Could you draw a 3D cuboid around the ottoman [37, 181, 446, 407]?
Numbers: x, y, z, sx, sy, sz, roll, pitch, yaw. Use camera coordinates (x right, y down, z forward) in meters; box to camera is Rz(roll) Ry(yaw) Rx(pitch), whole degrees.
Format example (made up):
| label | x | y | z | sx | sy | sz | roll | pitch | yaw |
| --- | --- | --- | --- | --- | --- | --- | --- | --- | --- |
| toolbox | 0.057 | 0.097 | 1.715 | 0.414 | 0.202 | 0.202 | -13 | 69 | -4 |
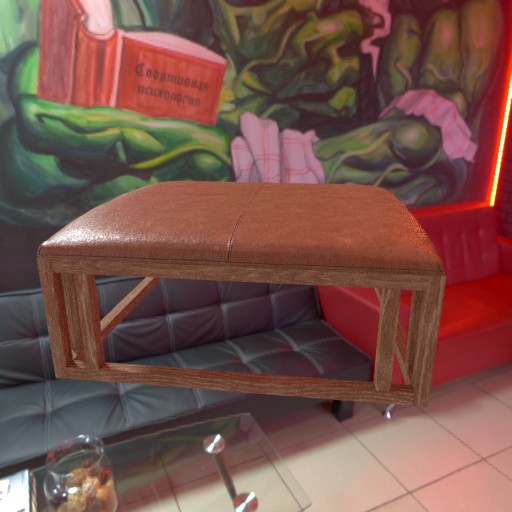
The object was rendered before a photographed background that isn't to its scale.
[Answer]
| label | x | y | z | sx | sy | sz | roll | pitch | yaw |
| --- | --- | --- | --- | --- | --- | --- | --- | --- | --- |
| ottoman | 0.000 | 0.000 | 1.593 | 1.016 | 0.442 | 1.013 | 2 | 18 | 7 |
